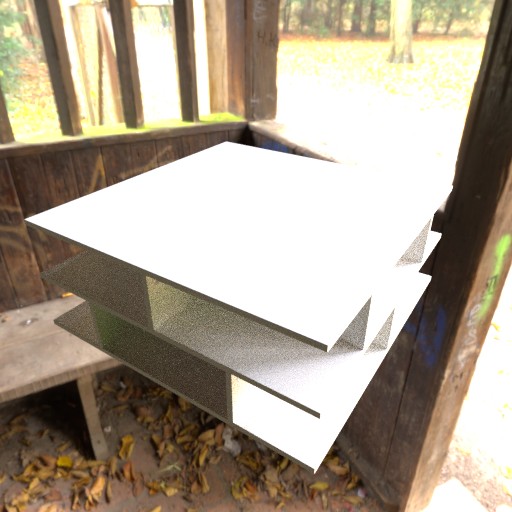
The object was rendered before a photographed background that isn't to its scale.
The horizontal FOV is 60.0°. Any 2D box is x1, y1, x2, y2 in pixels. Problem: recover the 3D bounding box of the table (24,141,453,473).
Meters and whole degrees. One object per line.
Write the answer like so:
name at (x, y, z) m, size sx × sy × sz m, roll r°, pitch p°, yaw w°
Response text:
table at (0.000, 0.000, 1.083) m, size 0.700 × 0.289 × 0.700 m, roll 19°, pitch 35°, yaw 29°
